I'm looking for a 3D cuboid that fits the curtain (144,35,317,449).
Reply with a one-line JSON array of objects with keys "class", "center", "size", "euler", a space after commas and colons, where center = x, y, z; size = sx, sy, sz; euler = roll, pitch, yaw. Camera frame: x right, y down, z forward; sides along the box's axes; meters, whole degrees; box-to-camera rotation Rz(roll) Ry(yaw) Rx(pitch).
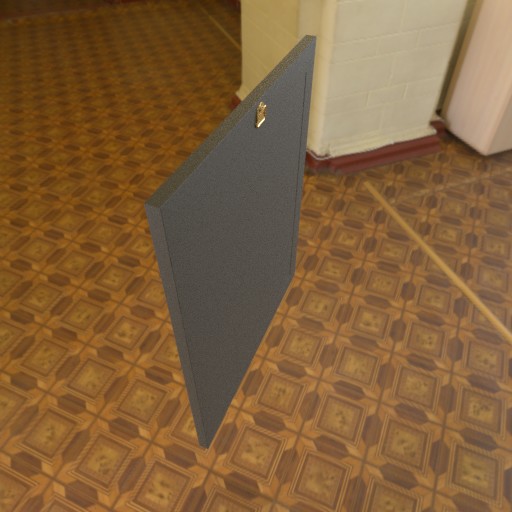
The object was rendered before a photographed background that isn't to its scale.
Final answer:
[{"class": "curtain", "center": [0.000, 0.000, 0.785], "size": [0.027, 0.585, 0.483], "euler": [17, 48, 16]}]
